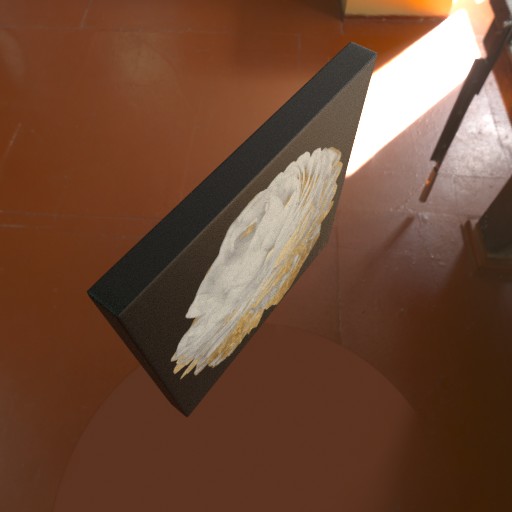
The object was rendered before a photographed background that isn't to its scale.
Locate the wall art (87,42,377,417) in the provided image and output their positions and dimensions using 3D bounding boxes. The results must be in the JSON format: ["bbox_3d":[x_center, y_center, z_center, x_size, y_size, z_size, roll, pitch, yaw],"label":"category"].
[{"bbox_3d":[0.000,0.000,0.603,0.041,0.407,0.406,33,65,18],"label":"wall art"}]
